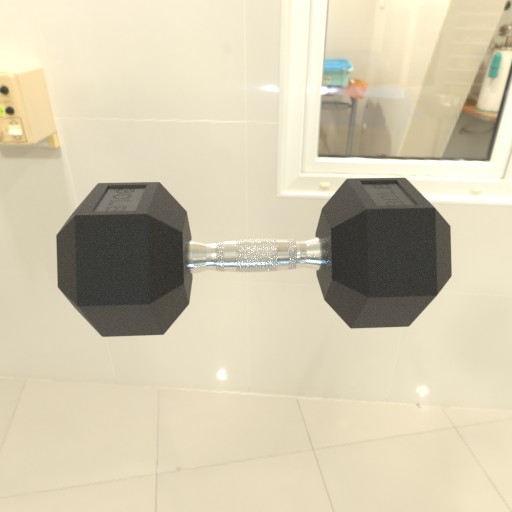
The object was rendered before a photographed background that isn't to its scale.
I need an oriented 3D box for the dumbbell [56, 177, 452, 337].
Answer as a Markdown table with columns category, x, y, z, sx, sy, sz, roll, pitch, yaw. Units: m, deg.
| category | x | y | z | sx | sy | sz | roll | pitch | yaw |
| --- | --- | --- | --- | --- | --- | --- | --- | --- | --- |
| dumbbell | 0.000 | 0.000 | 0.415 | 0.337 | 0.123 | 0.142 | -1 | 30 | -3 |
